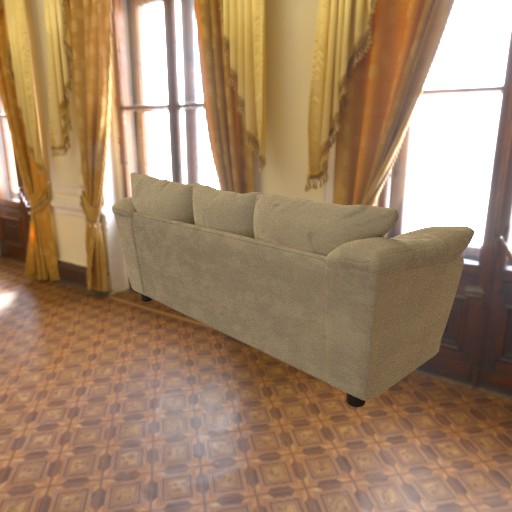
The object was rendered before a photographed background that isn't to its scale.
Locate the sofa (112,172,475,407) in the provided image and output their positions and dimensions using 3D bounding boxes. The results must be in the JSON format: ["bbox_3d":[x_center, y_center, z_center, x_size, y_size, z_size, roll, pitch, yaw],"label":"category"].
[{"bbox_3d":[0.000,0.000,2.850,0.893,0.981,2.377,-13,20,-42],"label":"sofa"}]
